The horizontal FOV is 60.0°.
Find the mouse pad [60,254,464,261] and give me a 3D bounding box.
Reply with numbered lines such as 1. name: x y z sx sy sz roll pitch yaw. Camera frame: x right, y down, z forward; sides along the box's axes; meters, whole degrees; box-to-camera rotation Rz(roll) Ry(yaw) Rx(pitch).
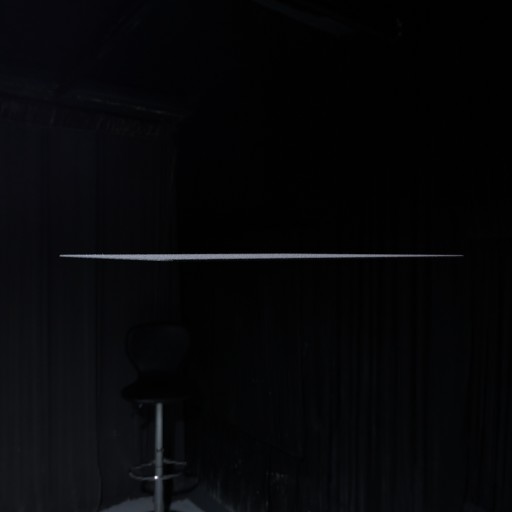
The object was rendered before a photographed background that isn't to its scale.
1. mouse pad: 0.000 0.000 0.637 0.451 0.002 0.393 0 1 -37
